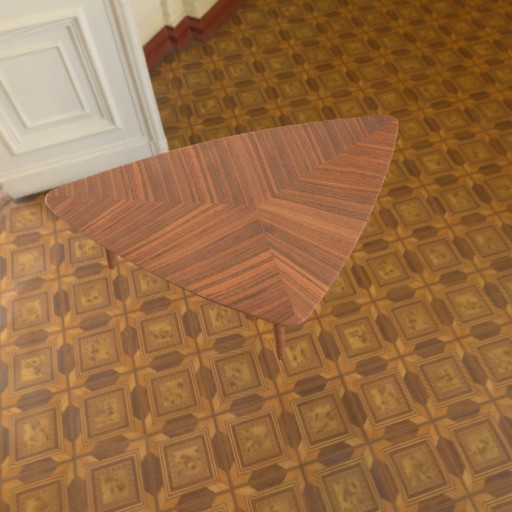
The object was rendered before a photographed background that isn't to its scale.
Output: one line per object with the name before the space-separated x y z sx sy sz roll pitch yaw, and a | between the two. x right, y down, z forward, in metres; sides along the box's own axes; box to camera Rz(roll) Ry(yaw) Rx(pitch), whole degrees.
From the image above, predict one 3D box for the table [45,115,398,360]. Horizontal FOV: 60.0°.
table | 0.000 0.000 1.272 1.008 0.365 0.601 -15 60 -9
